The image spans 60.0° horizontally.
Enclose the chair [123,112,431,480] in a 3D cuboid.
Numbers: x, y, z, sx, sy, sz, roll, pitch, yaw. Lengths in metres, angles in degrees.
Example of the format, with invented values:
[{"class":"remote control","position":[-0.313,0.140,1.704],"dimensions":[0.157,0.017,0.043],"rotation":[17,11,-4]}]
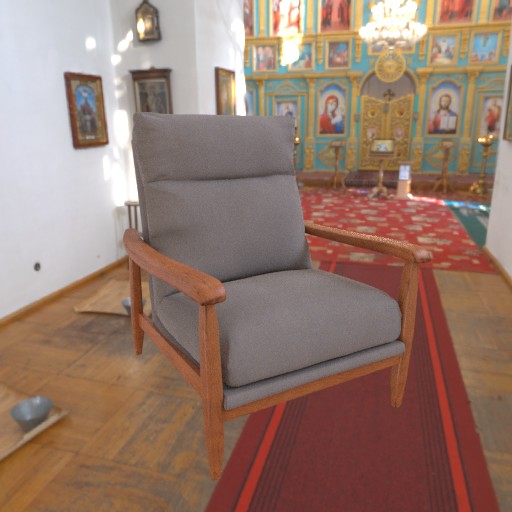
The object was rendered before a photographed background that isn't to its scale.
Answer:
[{"class":"chair","position":[0.000,0.000,1.477],"dimensions":[0.782,0.922,0.816],"rotation":[-8,18,-28]}]
